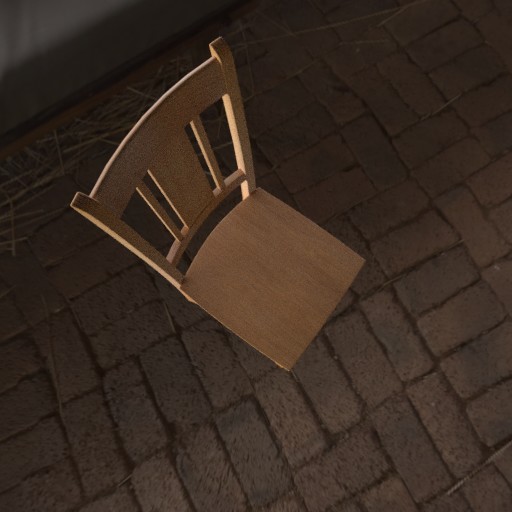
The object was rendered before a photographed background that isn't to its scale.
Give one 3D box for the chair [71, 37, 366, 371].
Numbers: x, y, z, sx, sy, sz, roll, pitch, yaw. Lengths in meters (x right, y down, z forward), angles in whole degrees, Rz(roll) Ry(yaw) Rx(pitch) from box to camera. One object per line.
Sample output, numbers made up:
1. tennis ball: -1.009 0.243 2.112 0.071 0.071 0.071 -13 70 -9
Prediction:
1. chair: 0.000 0.000 1.296 0.556 0.998 0.450 36 79 8
